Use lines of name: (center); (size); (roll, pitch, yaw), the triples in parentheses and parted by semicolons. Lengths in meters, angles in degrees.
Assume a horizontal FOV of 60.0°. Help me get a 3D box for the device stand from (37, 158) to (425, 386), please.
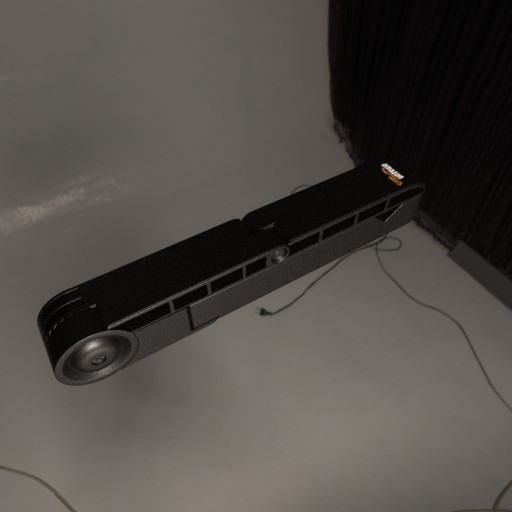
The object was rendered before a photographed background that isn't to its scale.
device stand: (0.000, 0.000, 0.193); (0.179, 0.030, 0.026); (-25, 53, -20)
